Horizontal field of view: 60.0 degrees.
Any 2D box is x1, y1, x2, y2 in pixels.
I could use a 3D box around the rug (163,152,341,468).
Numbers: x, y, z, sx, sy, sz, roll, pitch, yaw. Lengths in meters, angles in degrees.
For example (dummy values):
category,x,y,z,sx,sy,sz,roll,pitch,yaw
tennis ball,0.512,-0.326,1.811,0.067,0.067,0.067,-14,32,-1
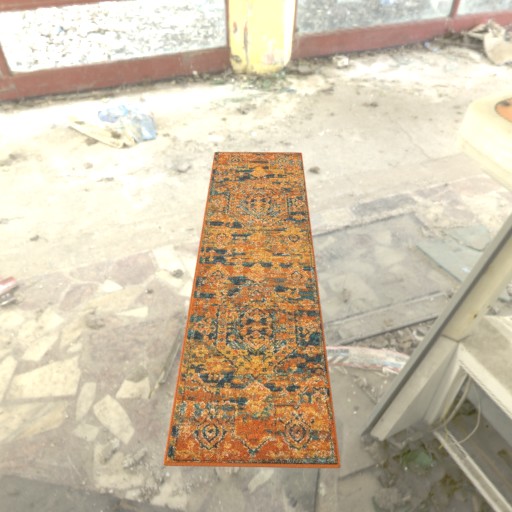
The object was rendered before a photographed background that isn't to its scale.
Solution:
category,x,y,z,sx,sy,sz,roll,pitch,yaw
rug,0.000,0.000,2.457,0.651,0.016,2.274,1,43,1
